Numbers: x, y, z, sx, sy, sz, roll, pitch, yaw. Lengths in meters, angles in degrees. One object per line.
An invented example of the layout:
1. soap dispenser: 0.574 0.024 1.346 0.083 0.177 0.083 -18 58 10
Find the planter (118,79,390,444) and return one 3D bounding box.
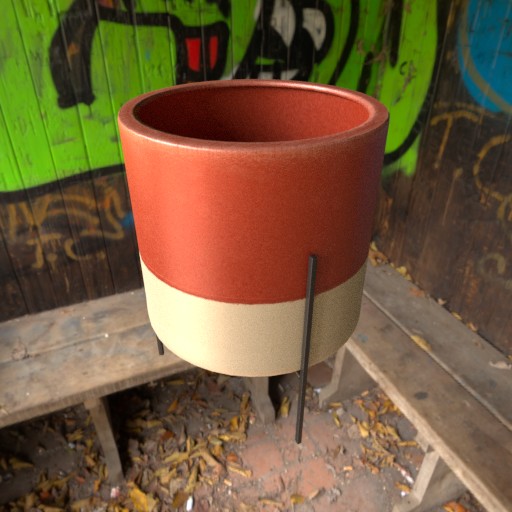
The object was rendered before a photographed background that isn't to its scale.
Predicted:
1. planter: 0.000 0.000 0.698 0.345 0.465 0.354 22 39 31
